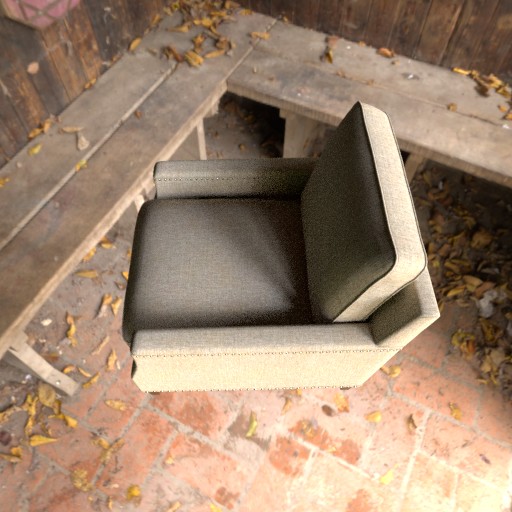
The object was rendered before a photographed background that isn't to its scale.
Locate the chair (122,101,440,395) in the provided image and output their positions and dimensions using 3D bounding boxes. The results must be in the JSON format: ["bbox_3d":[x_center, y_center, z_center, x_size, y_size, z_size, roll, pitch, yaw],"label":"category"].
[{"bbox_3d":[0.000,0.000,1.727,1.014,0.943,0.853,-1,58,-1],"label":"chair"}]
